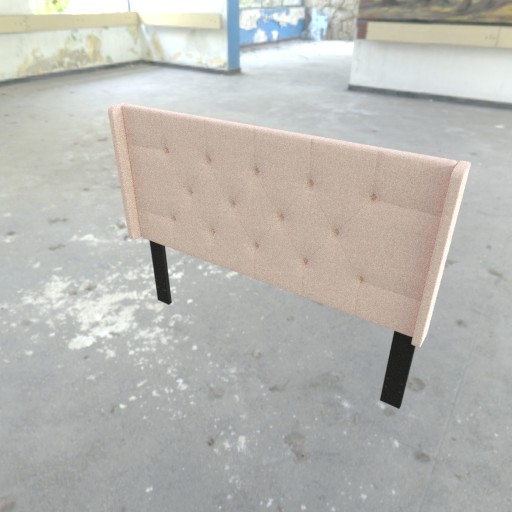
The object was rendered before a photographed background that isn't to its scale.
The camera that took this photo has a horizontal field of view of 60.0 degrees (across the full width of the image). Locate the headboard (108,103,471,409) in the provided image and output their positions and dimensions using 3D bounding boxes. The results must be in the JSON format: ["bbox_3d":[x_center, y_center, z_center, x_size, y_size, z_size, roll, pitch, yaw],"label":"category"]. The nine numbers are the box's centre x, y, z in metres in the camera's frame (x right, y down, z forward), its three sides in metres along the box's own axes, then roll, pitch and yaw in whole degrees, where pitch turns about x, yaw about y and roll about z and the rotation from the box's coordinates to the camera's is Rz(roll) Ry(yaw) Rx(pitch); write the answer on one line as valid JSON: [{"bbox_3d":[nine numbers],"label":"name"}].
[{"bbox_3d":[0.000,0.000,2.657,2.051,1.524,0.184,19,36,28],"label":"headboard"}]
